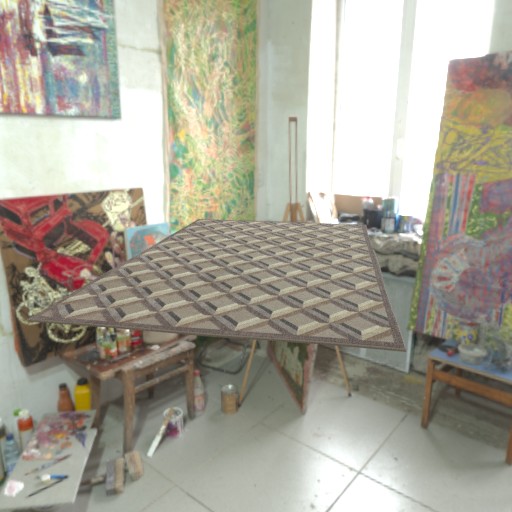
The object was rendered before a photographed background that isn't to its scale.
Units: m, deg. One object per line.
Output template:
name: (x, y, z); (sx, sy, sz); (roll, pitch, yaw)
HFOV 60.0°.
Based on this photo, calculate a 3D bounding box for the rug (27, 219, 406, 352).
rug: (0.000, 0.000, 1.995); (1.066, 0.011, 1.677); (3, 15, 10)
